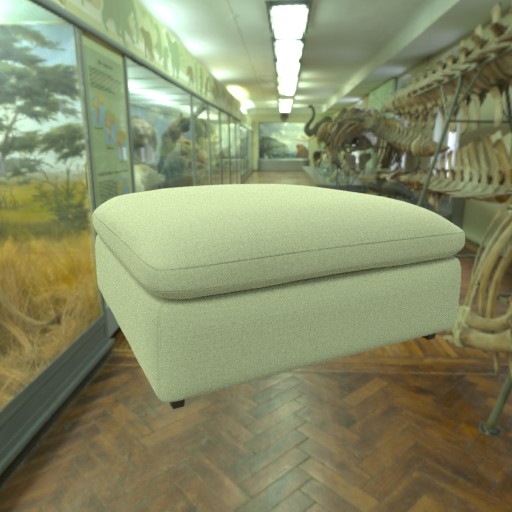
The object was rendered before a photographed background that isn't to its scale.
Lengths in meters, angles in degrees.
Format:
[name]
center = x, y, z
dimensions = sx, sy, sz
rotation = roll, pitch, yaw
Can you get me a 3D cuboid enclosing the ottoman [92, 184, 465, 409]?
[ottoman]
center = 0.000, 0.000, 1.550
dimensions = 0.977, 0.467, 0.996
rotation = -7, 16, -26
